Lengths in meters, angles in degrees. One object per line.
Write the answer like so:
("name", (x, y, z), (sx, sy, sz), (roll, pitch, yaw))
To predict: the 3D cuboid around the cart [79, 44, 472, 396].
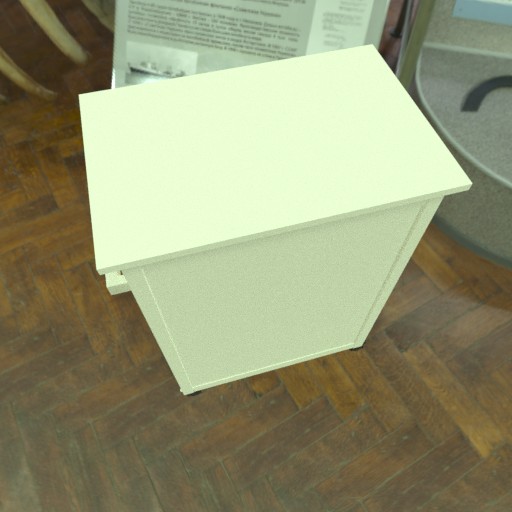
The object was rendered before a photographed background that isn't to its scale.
("cart", (0.000, 0.000, 1.224), (0.683, 0.864, 0.442), (-13, 59, -8))
